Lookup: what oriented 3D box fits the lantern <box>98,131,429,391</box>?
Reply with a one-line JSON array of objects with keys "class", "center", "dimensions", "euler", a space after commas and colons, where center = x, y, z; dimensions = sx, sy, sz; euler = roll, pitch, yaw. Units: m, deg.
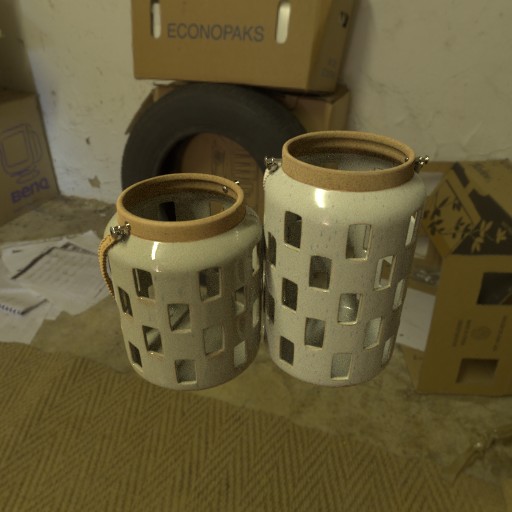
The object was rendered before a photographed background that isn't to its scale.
[{"class": "lantern", "center": [0.000, 0.000, 0.508], "dimensions": [0.347, 0.255, 0.184], "euler": [-1, 32, -1]}]
